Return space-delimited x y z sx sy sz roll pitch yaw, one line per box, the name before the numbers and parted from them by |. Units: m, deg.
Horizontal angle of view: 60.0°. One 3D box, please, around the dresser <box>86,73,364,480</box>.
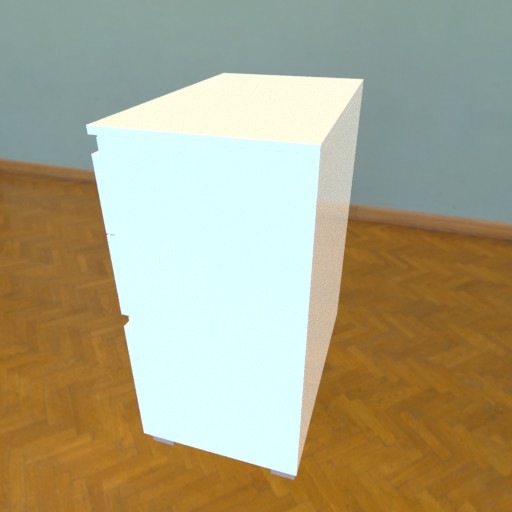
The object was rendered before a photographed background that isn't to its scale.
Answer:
dresser | 0.000 0.000 1.165 0.400 0.800 0.650 9 31 15
